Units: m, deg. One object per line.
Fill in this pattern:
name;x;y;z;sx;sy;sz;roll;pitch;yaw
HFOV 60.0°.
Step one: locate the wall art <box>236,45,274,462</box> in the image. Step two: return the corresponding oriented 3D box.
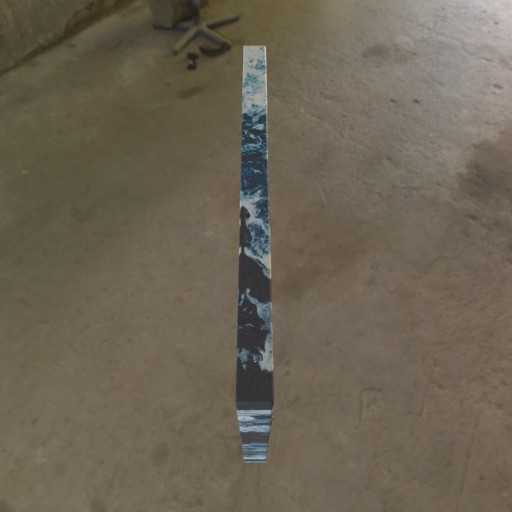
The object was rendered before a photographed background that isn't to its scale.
wall art;0.000;0.000;0.777;0.043;0.407;0.609;0;57;0
